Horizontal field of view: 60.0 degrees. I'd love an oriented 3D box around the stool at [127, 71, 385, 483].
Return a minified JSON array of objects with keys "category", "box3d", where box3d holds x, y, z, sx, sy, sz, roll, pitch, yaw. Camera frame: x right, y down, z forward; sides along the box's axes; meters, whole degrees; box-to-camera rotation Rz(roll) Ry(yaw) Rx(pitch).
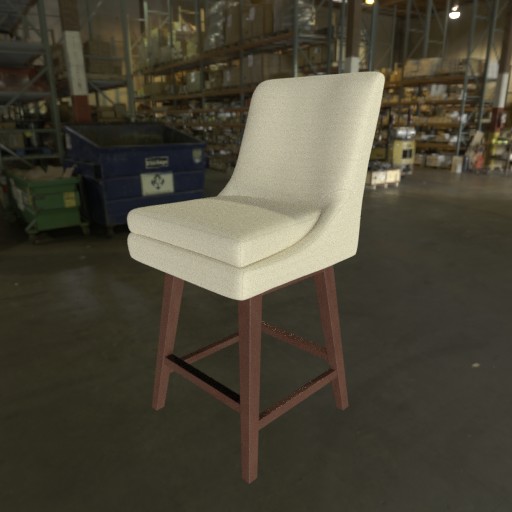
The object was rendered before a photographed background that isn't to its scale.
[{"category":"stool","box3d":[0.000,0.000,1.270,0.483,0.991,0.559,16,23,42]}]
